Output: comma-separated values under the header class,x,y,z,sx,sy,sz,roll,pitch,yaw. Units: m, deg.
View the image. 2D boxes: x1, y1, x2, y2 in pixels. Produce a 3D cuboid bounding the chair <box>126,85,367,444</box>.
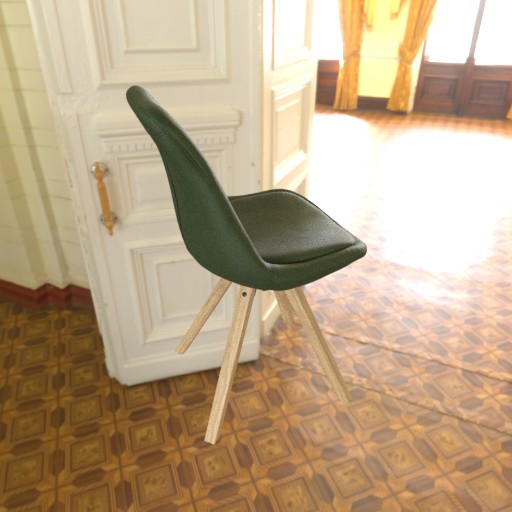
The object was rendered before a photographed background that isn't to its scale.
class,x,y,z,sx,sy,sz,roll,pitch,yaw
chair,0.000,0.000,1.202,0.547,0.865,0.483,-11,31,-18
